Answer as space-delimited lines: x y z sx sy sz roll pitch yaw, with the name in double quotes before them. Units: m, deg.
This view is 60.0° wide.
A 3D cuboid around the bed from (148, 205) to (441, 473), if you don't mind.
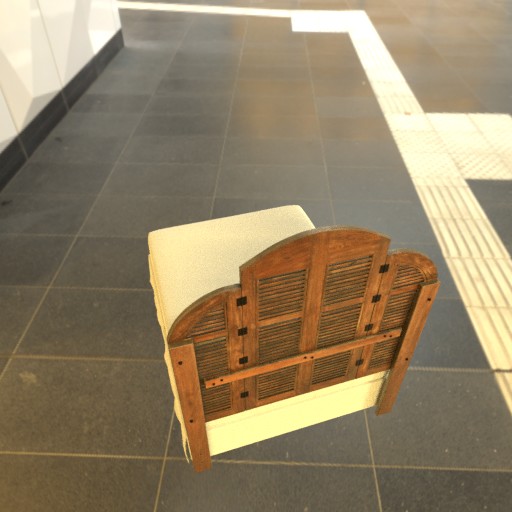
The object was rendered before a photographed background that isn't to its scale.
"bed" 0.000 0.000 3.498 1.713 2.019 2.138 -12 43 -13
